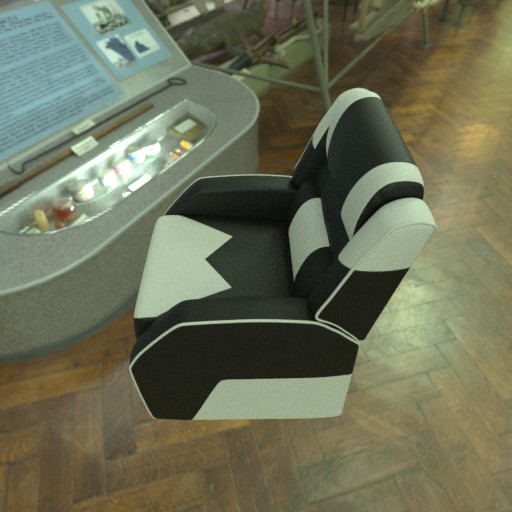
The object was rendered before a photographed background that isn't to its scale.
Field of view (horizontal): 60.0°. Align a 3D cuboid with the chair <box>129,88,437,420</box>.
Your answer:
[{"bbox_3d":[0.000,0.000,1.276,0.672,0.805,0.620,-1,43,-1],"label":"chair"}]
